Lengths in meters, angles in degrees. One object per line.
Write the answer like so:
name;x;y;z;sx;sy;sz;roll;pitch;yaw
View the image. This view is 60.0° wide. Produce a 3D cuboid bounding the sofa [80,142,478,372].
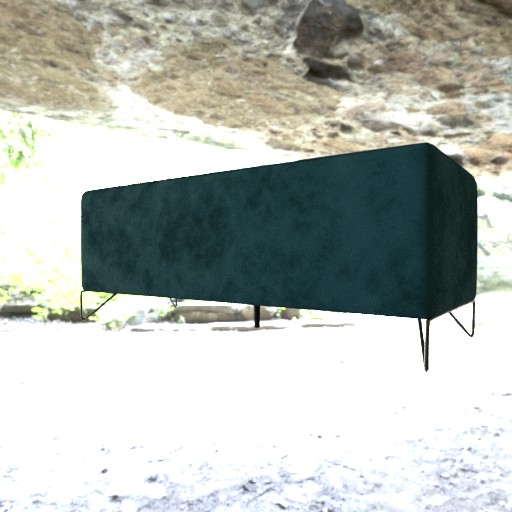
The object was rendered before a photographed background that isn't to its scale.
sofa;0.000;0.000;2.433;2.087;0.789;0.867;0;0;36
